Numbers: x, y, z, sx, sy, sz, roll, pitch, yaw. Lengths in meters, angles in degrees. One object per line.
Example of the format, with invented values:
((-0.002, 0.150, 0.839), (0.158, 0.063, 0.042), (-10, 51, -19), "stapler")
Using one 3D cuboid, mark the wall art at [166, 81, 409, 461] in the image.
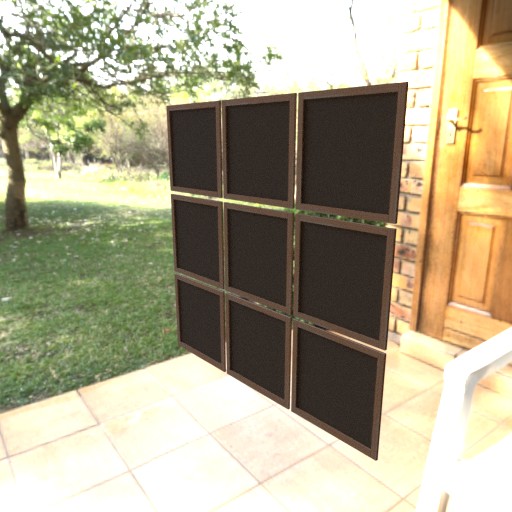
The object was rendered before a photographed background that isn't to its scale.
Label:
((0.000, 0.000, 2.246), (0.013, 1.525, 1.520), (-13, 20, -41), "wall art")
